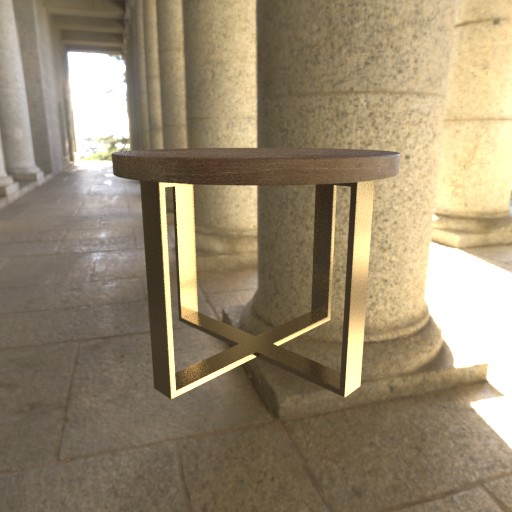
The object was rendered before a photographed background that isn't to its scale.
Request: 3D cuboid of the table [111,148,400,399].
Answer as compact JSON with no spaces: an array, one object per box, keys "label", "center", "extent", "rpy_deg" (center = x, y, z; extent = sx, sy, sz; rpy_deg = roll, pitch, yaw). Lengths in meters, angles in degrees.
[{"label":"table","center":[0.000,0.000,0.953],"extent":[0.557,0.437,0.557],"rpy_deg":[0,15,0]}]
